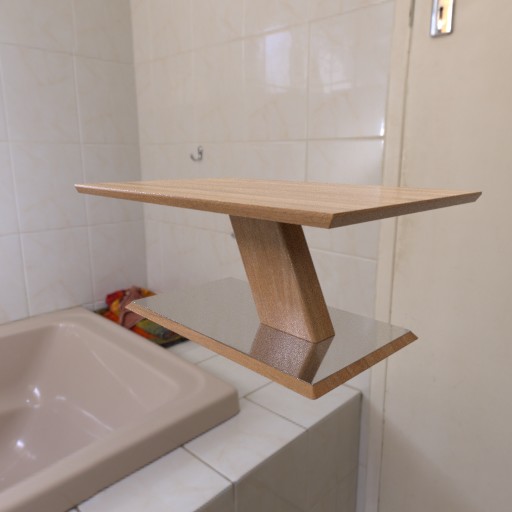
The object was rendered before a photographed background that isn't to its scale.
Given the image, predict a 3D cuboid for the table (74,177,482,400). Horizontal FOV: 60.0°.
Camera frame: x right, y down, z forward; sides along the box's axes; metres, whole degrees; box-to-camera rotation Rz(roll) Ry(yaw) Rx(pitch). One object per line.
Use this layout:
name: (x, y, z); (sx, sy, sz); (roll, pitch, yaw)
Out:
table: (0.000, 0.000, 1.436); (0.692, 0.441, 1.100); (-12, 18, -43)
